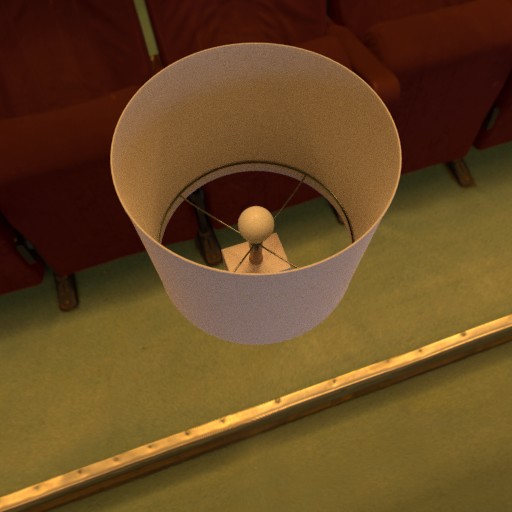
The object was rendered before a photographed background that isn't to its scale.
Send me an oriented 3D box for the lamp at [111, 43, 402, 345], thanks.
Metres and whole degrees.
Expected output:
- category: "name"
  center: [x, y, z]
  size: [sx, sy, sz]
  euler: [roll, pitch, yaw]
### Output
- category: "lamp"
  center: [0.000, 0.000, 0.539]
  size: [0.229, 0.417, 0.229]
  euler: [-18, 66, -8]
